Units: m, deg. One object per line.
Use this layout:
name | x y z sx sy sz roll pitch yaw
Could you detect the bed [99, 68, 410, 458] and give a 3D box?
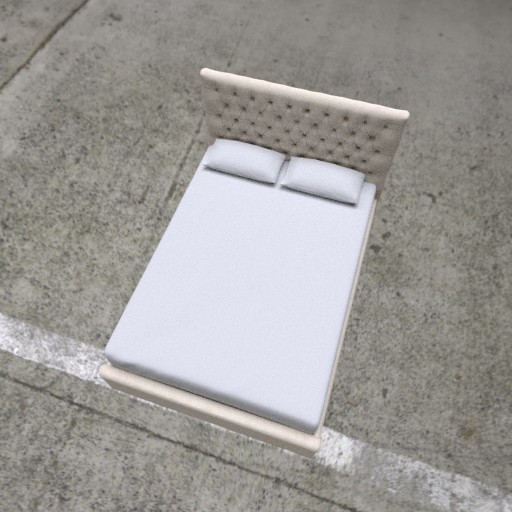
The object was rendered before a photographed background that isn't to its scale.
bed | 0.000 0.000 3.490 1.698 1.427 2.387 16 60 9
